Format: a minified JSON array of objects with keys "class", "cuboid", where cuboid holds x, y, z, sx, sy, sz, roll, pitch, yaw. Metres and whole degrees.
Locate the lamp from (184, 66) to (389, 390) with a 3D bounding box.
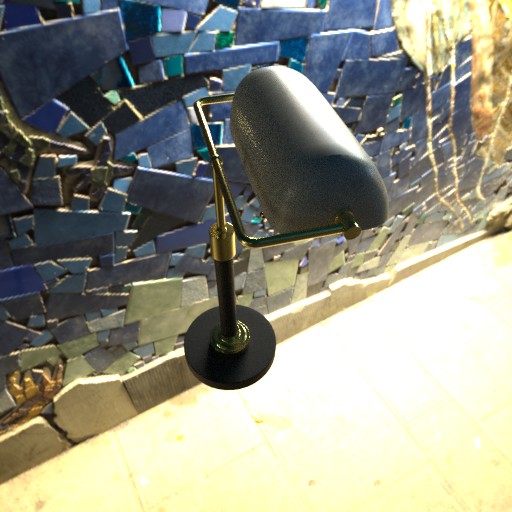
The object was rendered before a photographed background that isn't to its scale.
[{"class":"lamp","cuboid":[0.000,0.000,0.564,0.227,0.404,0.269,-11,47,-10]}]
